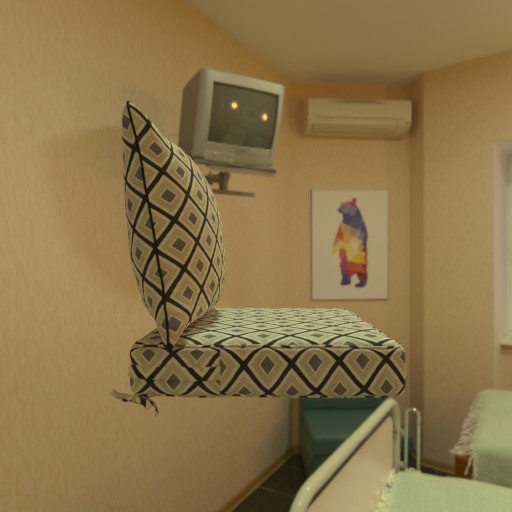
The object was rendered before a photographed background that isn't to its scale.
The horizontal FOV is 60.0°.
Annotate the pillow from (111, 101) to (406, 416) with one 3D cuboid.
[{"bbox_3d":[0.000,0.000,1.373,0.733,0.722,0.798,0,0,1],"label":"pillow"}]
